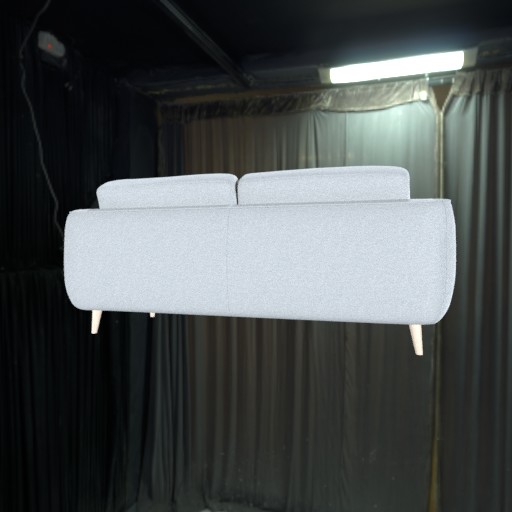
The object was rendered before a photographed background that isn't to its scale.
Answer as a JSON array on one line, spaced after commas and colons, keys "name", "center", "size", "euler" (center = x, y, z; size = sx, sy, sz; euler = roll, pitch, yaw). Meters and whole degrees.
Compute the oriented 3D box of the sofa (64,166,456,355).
[{"name": "sofa", "center": [0.000, 0.000, 2.491], "size": [2.000, 0.850, 0.920], "euler": [0, 1, 17]}]
